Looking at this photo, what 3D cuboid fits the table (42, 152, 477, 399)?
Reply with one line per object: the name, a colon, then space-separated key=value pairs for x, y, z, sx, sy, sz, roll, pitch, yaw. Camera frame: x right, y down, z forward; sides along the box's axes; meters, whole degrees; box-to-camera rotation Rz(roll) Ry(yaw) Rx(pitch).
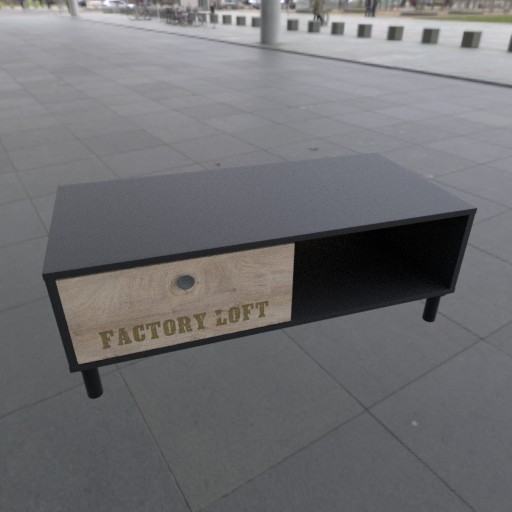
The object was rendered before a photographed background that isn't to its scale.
table: x=0.000 y=0.000 z=1.380 sx=1.100 sy=0.400 sz=0.550 roll=-9 pitch=32 yaw=-15
